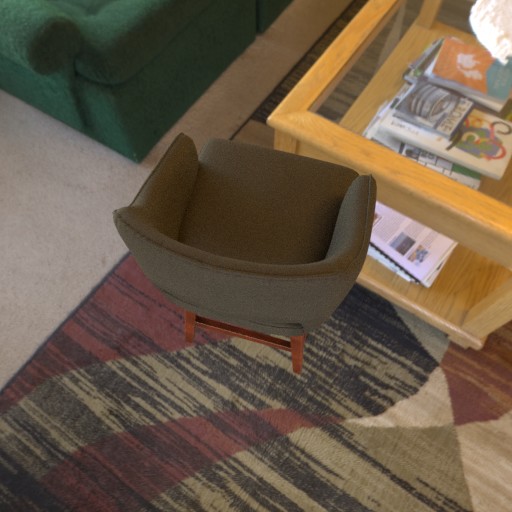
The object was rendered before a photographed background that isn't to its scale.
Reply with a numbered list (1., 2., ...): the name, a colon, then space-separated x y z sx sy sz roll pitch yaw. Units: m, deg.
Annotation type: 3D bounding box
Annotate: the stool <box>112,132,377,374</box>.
1. stool: 0.000 0.000 1.258 0.548 0.912 0.558 14 64 7
